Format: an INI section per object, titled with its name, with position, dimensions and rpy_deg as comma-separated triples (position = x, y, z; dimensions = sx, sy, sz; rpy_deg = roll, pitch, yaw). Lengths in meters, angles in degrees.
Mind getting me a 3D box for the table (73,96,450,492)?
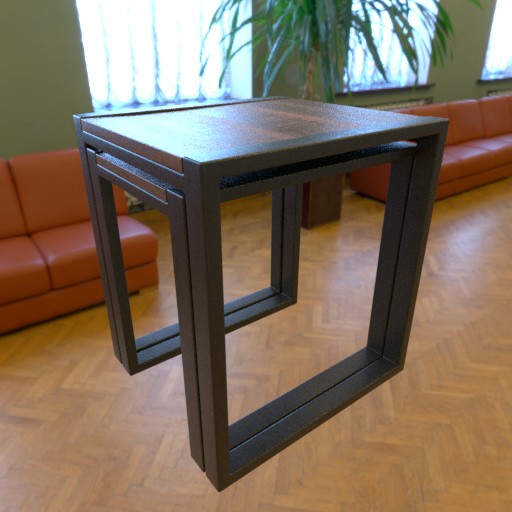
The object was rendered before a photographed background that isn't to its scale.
[table]
position = 0.000, 0.000, 0.906
dimensions = 0.500, 0.550, 0.449
rpy_deg = -19, 32, -33
